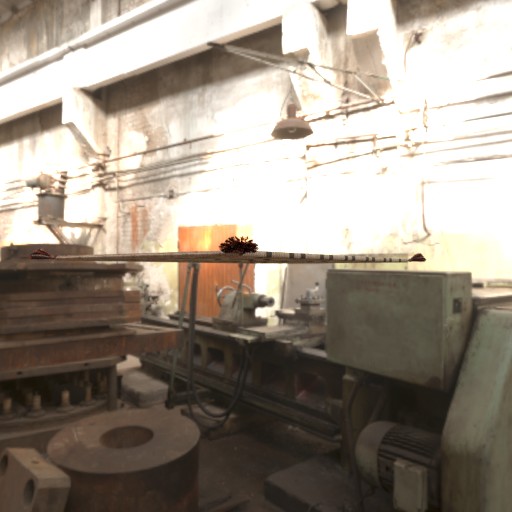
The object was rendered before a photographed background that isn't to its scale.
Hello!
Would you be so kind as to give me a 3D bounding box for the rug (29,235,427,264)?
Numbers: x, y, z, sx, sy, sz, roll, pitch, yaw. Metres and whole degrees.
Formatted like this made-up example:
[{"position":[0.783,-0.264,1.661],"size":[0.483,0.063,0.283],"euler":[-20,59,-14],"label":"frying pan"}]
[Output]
[{"position":[0.000,0.000,2.643],"size":[1.444,0.067,2.069],"euler":[-1,-2,36],"label":"rug"}]
